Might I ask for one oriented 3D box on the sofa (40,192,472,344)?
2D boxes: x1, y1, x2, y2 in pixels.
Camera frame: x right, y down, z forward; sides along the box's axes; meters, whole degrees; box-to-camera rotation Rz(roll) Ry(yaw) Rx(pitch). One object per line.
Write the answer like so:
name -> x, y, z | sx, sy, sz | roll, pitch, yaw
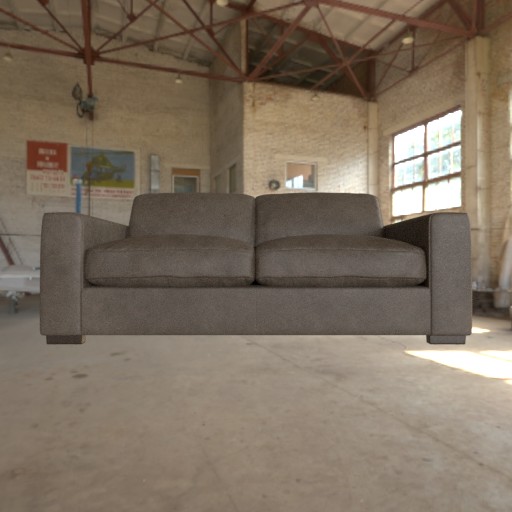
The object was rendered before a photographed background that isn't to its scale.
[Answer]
sofa -> 0.000, 0.000, 2.459 | 1.920, 0.800, 1.070 | 0, -1, 0
